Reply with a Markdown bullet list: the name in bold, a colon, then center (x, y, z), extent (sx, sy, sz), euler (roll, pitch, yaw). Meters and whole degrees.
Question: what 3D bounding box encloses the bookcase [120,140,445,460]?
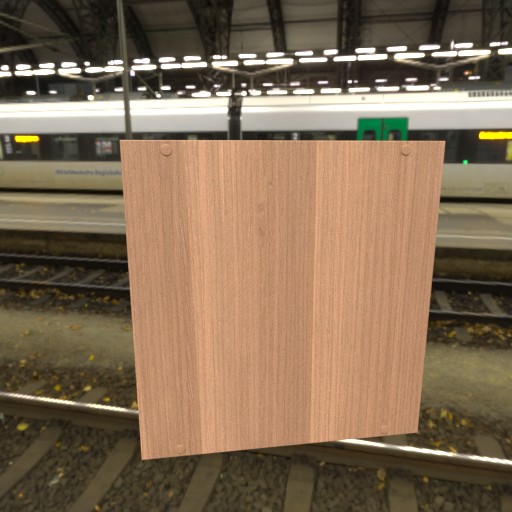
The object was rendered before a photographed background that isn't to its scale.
- **bookcase**: center (0.000, 0.000, 0.621), extent (0.290, 0.305, 0.415), euler (-2, 14, -8)
